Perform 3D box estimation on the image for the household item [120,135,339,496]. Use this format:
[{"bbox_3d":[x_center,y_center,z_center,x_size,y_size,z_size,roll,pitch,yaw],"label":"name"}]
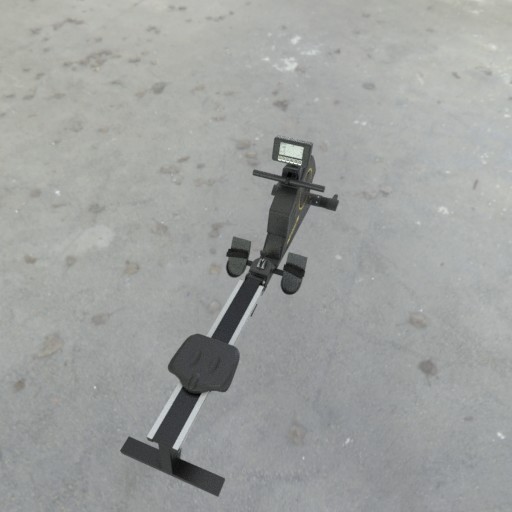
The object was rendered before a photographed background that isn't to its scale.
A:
[{"bbox_3d":[0.000,0.000,2.519,0.521,0.810,2.251,16,50,14],"label":"household item"}]
